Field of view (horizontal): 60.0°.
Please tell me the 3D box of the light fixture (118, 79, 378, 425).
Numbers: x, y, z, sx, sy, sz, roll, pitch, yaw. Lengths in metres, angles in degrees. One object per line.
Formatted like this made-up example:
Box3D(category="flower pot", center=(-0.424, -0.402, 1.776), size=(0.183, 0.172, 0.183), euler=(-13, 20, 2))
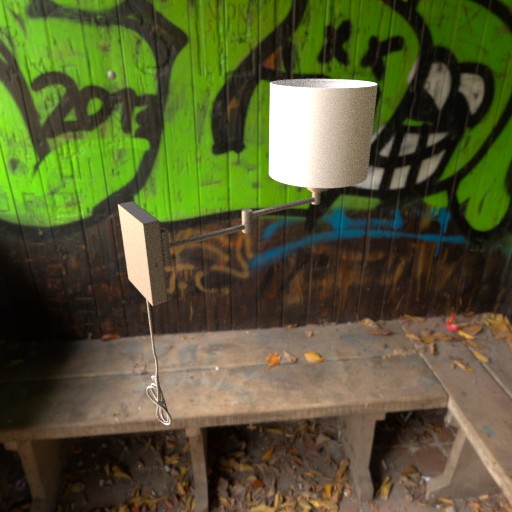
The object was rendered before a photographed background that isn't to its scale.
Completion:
Box3D(category="light fixture", center=(0.000, 0.000, 0.913), size=(0.516, 0.651, 0.203), euler=(-17, 30, -31))
